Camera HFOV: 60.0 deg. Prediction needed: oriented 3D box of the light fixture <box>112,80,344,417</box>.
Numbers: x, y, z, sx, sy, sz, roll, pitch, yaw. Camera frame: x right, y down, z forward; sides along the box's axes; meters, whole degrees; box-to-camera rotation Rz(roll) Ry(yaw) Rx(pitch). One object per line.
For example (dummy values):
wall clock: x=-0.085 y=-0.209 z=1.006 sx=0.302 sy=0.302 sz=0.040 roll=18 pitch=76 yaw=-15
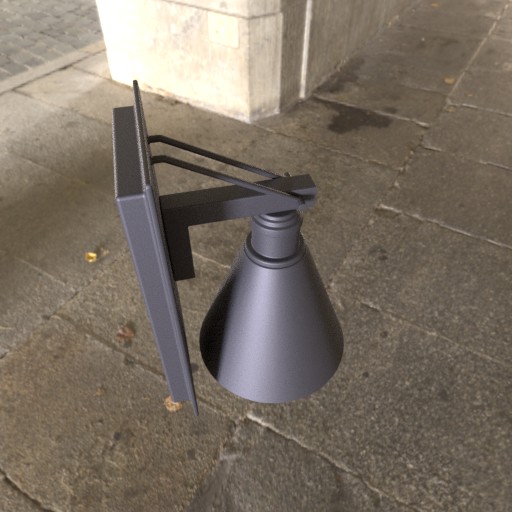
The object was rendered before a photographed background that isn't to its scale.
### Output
light fixture: x=0.000 y=0.000 z=0.423 sx=0.207 sy=0.298 sz=0.170 roll=-10 pitch=46 yaw=-10
